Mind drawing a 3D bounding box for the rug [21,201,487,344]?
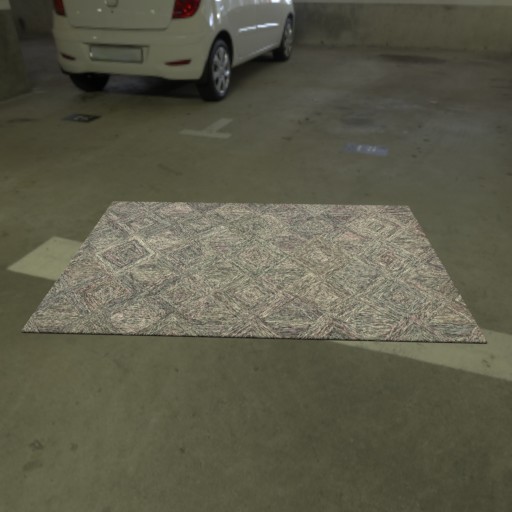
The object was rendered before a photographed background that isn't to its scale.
[{"bbox_3d":[0.000,0.000,2.813,2.298,0.017,1.501,1,32,2],"label":"rug"}]
